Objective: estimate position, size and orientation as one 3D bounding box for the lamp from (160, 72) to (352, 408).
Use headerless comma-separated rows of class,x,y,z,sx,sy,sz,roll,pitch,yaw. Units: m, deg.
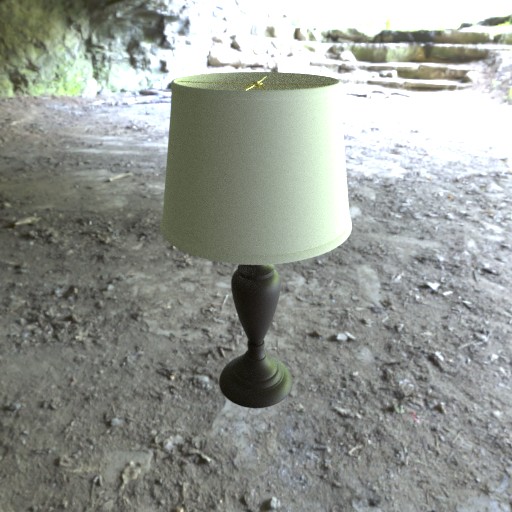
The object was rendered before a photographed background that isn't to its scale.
lamp,0.000,0.000,0.822,0.335,0.611,0.335,0,28,0
